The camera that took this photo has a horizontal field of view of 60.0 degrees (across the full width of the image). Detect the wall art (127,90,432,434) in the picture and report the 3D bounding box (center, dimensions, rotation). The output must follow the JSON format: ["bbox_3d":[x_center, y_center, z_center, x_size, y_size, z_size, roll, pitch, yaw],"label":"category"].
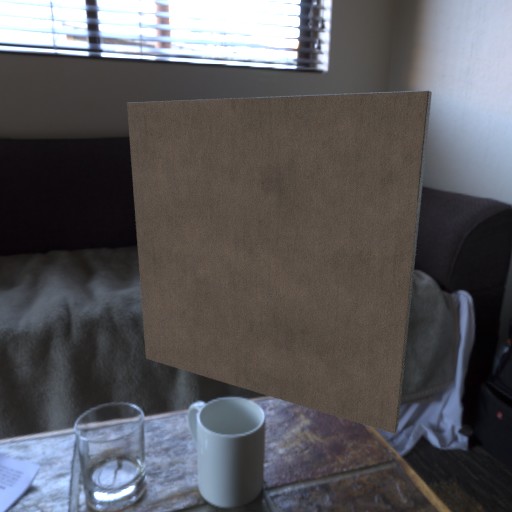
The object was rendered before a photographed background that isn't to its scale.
[{"bbox_3d":[0.000,0.000,0.674,0.455,0.453,0.023,8,18,27],"label":"wall art"}]
